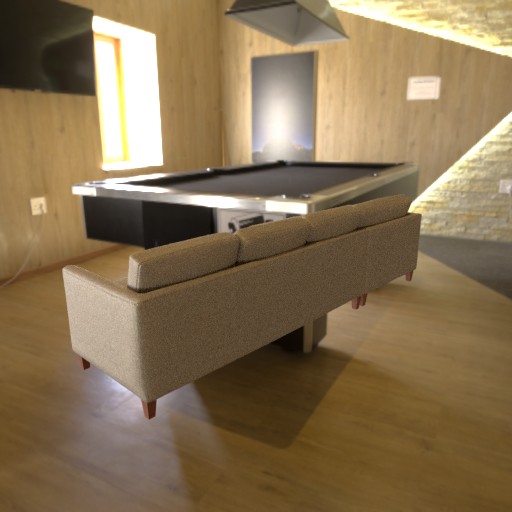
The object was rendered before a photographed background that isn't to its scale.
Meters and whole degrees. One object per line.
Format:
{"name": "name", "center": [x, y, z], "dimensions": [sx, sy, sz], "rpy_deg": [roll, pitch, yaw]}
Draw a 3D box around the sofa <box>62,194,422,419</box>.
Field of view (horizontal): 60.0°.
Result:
{"name": "sofa", "center": [0.000, 0.000, 3.761], "dimensions": [1.502, 0.876, 3.201], "rpy_deg": [15, 21, 42]}
